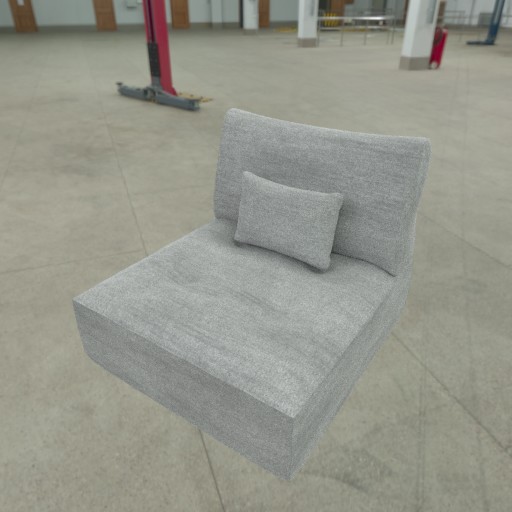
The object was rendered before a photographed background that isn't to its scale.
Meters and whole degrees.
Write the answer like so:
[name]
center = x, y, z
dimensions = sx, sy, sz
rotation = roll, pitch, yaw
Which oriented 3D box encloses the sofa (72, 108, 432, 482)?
[sofa]
center = 0.000, 0.000, 1.671
dimensions = 0.930, 0.820, 1.000
rotation = 19, 35, 29
